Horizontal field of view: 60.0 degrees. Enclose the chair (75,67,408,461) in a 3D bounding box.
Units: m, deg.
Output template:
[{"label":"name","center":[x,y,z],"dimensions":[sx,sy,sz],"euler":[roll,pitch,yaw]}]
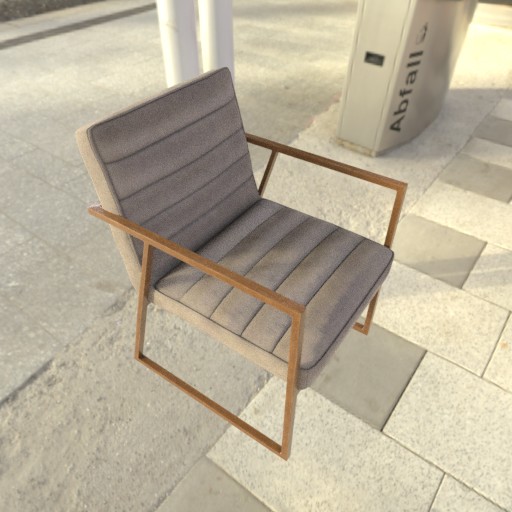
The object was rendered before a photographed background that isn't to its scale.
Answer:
[{"label":"chair","center":[0.000,0.000,1.301],"dimensions":[0.682,0.843,0.578],"euler":[25,47,26]}]
